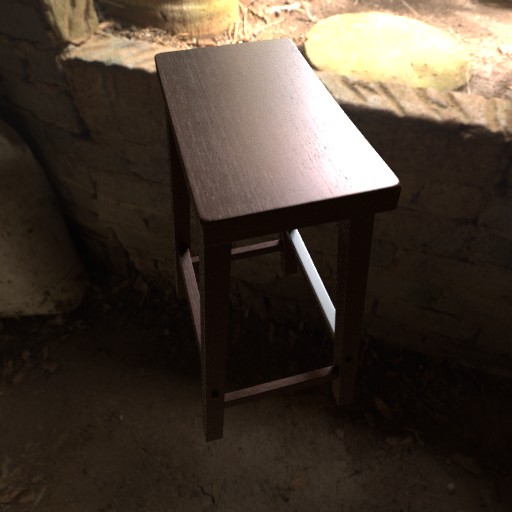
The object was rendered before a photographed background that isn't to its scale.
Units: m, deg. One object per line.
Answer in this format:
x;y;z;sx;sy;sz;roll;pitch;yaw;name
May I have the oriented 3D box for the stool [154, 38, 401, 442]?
0.000;0.000;0.829;0.322;0.610;0.406;-12;50;-10;stool
